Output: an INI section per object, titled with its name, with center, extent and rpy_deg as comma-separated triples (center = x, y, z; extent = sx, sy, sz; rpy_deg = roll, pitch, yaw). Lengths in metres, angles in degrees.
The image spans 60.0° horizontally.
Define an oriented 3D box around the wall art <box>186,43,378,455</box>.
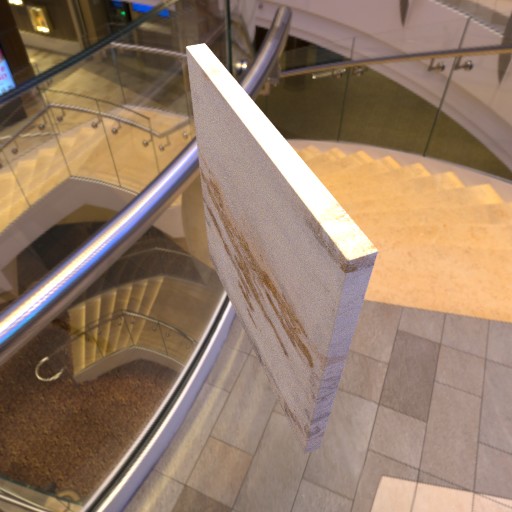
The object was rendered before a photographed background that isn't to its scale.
[wall art]
center = 0.000, 0.000, 0.904
extent = 0.040, 0.613, 0.611
rpy_deg = -17, 50, -15
